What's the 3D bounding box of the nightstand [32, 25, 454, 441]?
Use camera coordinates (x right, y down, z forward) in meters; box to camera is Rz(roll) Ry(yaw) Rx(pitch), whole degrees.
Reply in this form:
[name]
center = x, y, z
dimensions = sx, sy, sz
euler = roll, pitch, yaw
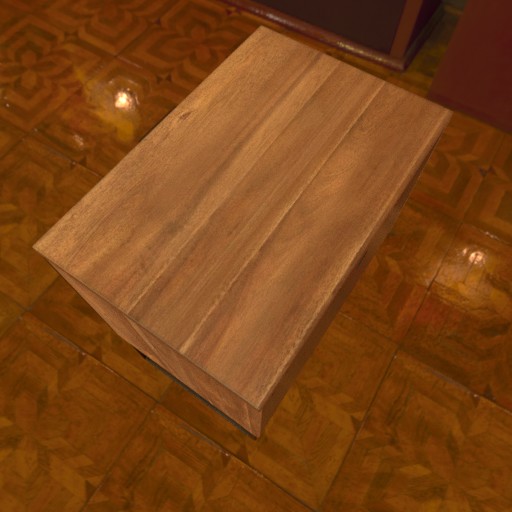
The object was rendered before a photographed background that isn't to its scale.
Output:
[nightstand]
center = 0.000, 0.000, 0.990
dimensions = 0.427, 0.611, 0.605
euler = 32, 67, 15
